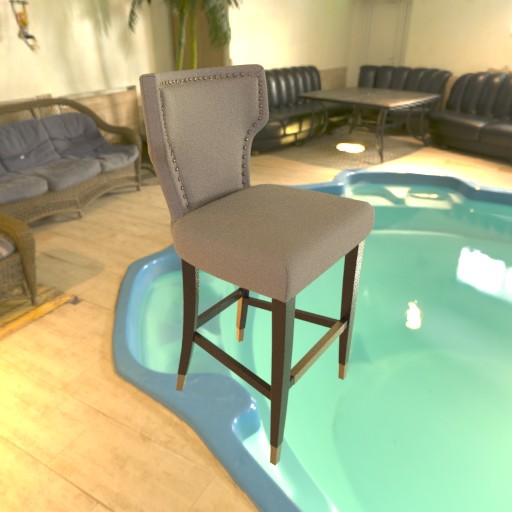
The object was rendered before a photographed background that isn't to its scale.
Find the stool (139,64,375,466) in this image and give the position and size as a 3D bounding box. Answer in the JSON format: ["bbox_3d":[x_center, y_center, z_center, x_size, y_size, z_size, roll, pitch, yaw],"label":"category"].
[{"bbox_3d":[0.000,0.000,1.411,0.563,1.092,0.526,18,32,32],"label":"stool"}]
